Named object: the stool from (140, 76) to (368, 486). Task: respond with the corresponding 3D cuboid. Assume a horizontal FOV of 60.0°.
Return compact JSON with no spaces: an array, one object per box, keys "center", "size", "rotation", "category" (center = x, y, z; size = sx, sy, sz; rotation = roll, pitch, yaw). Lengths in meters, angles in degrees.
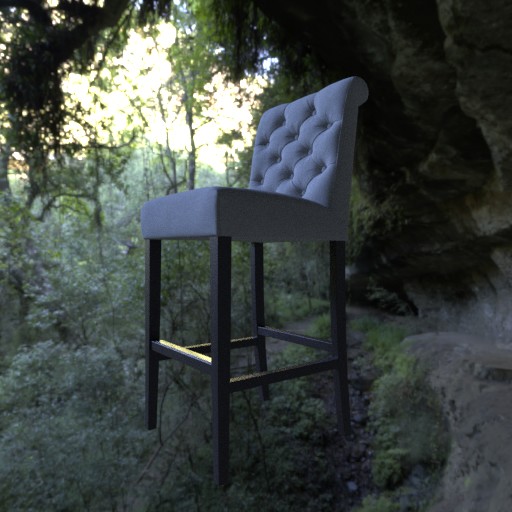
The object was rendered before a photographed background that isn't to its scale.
[{"center":[0.000,0.000,1.441],"size":[0.601,1.140,0.493],"rotation":[-1,1,-37],"category":"stool"}]
